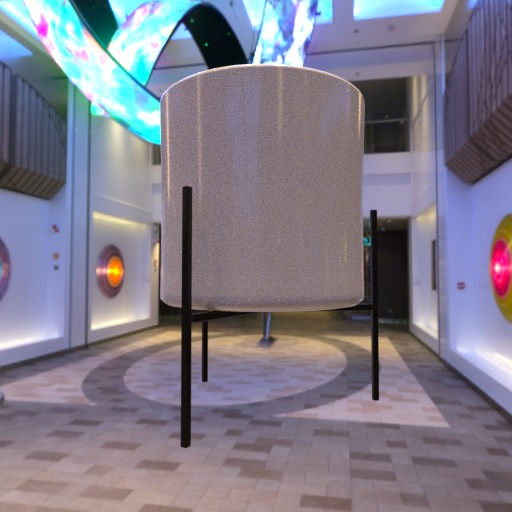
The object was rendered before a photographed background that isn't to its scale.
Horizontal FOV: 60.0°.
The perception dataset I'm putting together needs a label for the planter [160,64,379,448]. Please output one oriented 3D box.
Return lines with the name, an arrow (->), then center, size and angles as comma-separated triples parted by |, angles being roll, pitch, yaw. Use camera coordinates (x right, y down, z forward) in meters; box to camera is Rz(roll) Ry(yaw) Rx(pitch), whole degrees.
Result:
planter -> 0.000, 0.000, 0.732 | 0.360, 0.480, 0.361 | 2, -3, -35
